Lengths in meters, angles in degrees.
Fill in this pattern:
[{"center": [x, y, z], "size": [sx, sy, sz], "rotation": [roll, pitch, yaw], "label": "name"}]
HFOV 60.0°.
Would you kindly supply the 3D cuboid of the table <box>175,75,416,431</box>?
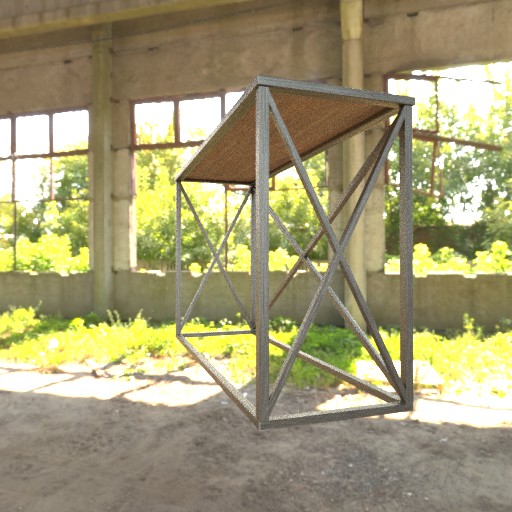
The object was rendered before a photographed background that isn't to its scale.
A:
[{"center": [0.000, 0.000, 1.573], "size": [0.402, 0.753, 1.216], "rotation": [0, -1, -19], "label": "table"}]
